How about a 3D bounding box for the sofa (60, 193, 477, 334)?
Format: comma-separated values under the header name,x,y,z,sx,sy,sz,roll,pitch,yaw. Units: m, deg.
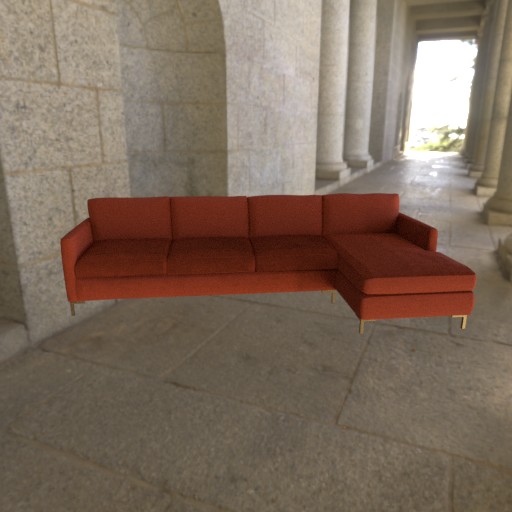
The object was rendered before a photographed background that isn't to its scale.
name,x,y,z,sx,sy,sz,roll,pitch,yaw
sofa,0.000,0.000,3.500,2.932,0.810,1.350,-2,17,-6
